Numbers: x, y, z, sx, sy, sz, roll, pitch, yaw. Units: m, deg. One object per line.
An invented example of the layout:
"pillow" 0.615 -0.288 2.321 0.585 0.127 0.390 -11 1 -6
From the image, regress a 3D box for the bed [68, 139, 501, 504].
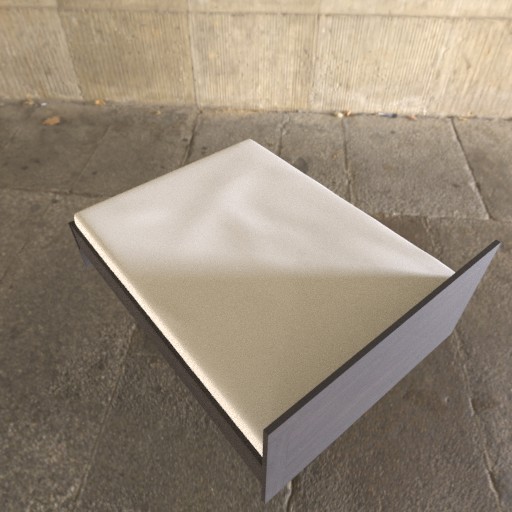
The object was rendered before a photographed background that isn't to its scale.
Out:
"bed" 0.000 0.000 2.792 1.585 0.823 2.073 -30 53 -26
